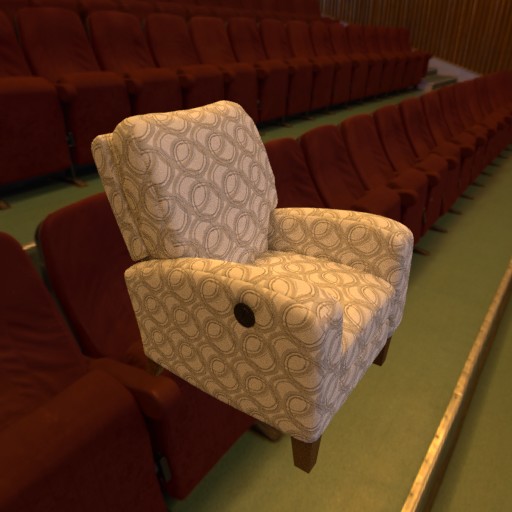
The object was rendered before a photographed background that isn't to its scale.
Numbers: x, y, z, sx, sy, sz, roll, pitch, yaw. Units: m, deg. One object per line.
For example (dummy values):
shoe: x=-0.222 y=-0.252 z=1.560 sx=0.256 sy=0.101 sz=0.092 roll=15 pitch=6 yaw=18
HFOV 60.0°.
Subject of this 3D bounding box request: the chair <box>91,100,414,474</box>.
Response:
chair: x=0.000 y=0.000 z=1.729 sx=0.995 sy=1.065 sz=0.796 roll=17 pitch=31 yaw=31
